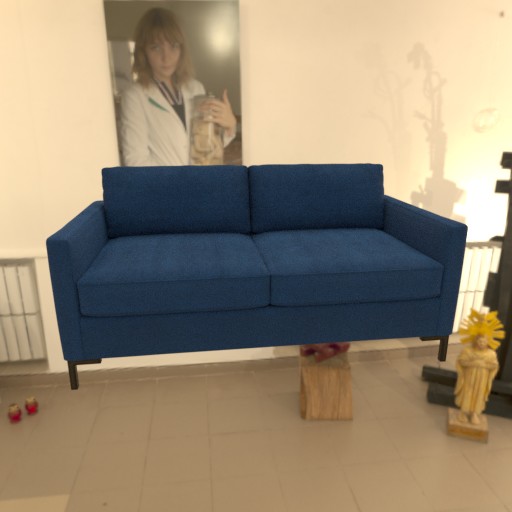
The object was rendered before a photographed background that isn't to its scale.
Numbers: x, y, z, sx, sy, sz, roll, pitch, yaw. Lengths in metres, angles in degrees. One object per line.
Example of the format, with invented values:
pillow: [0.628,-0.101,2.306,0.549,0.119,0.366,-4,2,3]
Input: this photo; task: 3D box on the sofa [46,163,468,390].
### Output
sofa: [0.000,0.000,2.145,1.676,0.817,0.875,-2,17,-8]
